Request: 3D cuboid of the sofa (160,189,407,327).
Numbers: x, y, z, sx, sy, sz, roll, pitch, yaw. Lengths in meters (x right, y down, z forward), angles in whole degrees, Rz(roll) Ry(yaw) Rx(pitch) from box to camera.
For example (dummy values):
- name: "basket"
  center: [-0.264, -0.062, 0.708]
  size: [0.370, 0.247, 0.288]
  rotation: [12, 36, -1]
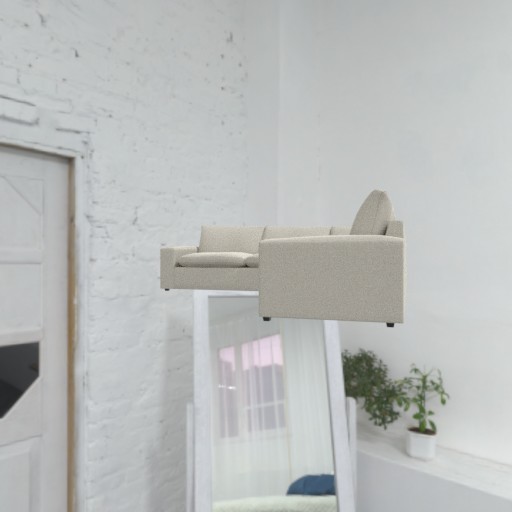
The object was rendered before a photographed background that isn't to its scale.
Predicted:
- name: "sofa"
  center: [0.000, 0.000, 4.785]
  size: [3.066, 0.918, 3.206]
  rotation: [0, 0, 19]
